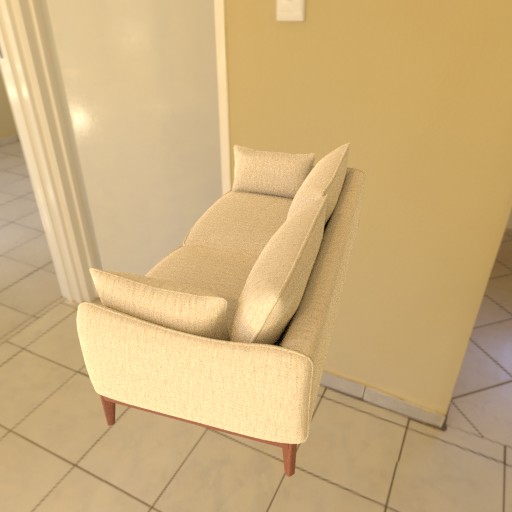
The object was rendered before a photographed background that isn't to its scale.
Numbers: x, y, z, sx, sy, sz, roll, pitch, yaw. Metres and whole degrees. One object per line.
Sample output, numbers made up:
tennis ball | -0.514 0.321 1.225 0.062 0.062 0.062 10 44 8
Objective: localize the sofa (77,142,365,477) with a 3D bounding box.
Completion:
sofa | 0.000 0.000 2.482 0.991 0.860 1.989 9 32 15
